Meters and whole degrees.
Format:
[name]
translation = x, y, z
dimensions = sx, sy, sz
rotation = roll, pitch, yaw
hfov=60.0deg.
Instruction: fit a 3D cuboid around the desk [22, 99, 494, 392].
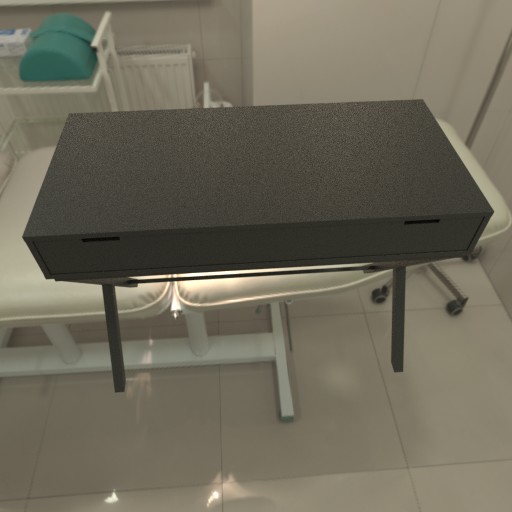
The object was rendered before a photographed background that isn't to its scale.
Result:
[desk]
translation = 0.000, 0.000, 1.446
dimensions = 1.057, 0.780, 0.504
rotation = -3, 48, -3
